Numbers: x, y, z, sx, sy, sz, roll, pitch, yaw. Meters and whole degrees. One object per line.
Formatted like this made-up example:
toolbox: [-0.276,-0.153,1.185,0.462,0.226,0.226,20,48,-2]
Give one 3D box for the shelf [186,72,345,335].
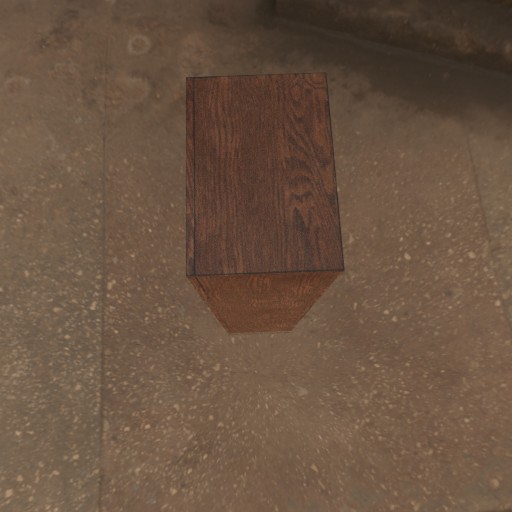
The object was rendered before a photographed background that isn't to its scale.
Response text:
shelf: [0.000,0.000,1.938,0.395,1.732,0.539,-2,75,-1]
